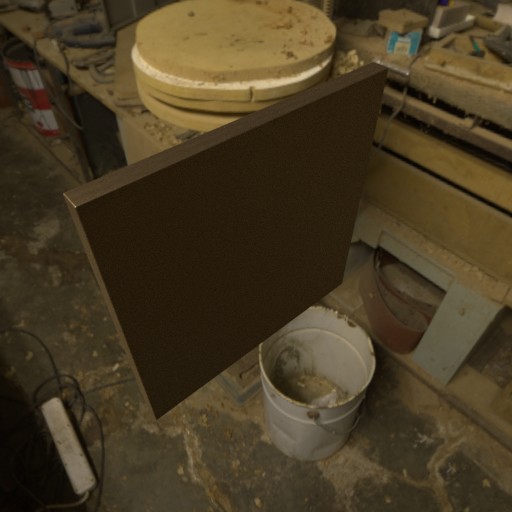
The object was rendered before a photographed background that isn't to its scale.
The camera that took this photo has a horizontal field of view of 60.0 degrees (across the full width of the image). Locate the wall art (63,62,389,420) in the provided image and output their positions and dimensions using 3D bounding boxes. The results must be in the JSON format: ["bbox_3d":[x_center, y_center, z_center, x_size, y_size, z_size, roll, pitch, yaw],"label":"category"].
[{"bbox_3d":[0.000,0.000,0.748,0.503,0.506,0.030,-32,54,-27],"label":"wall art"}]
